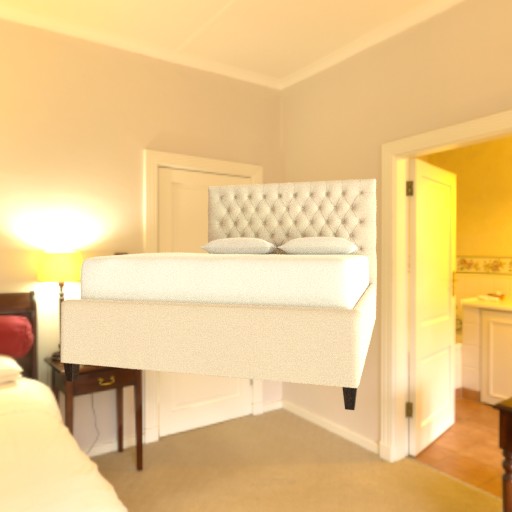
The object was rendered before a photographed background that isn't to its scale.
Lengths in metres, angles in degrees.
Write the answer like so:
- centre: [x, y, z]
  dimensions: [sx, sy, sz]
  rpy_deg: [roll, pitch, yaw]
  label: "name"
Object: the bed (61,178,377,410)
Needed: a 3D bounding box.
- centre: [0.000, 0.000, 3.344]
  dimensions: [1.696, 1.426, 2.233]
  rpy_deg: [0, 0, 17]
  label: "bed"
